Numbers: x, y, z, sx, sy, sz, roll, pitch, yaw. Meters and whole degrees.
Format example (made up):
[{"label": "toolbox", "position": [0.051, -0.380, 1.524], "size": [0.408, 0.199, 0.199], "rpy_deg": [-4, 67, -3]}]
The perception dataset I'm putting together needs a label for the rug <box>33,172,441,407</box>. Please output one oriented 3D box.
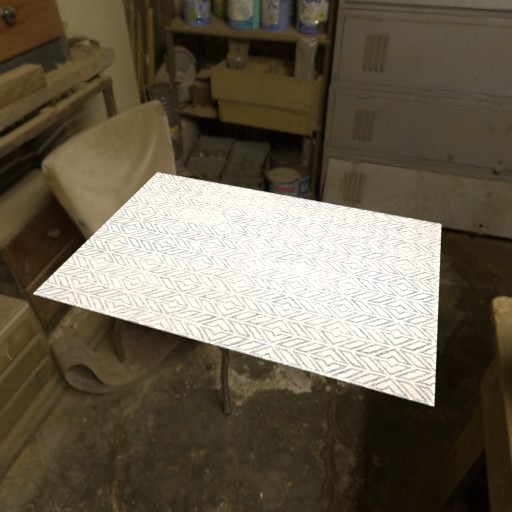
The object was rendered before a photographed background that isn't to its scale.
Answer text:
[{"label": "rug", "position": [0.000, 0.000, 2.324], "size": [1.824, 0.008, 1.220], "rpy_deg": [12, 42, 14]}]
